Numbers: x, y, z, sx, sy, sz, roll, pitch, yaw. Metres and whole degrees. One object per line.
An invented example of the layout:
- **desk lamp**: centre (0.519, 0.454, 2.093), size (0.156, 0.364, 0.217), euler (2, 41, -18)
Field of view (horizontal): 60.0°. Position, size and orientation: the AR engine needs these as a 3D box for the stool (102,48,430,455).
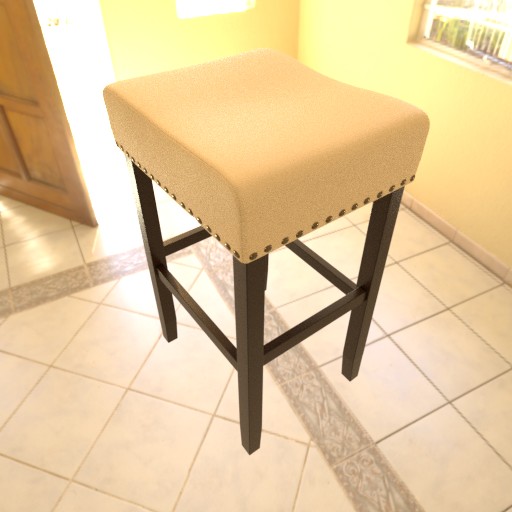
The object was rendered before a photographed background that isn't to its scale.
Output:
- **stool**: centre (0.000, 0.000, 1.033), size (0.401, 0.762, 0.471), euler (-26, 48, -27)
